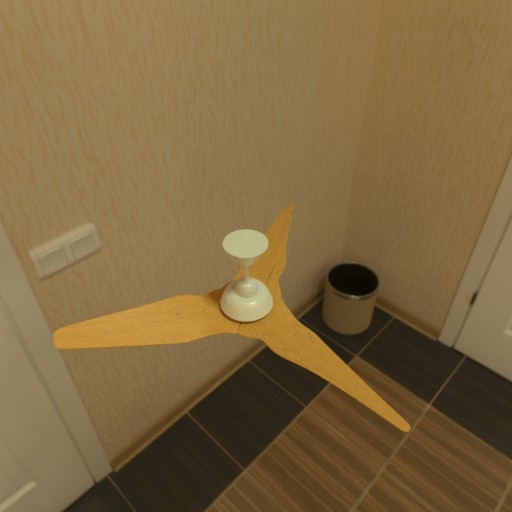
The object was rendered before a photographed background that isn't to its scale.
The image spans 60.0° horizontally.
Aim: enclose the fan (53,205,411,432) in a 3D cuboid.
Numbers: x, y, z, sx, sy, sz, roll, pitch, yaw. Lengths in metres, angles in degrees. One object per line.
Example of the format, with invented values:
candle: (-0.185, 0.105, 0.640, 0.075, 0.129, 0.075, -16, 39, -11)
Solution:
fan: (0.000, 0.000, 1.623, 1.142, 0.355, 1.010, 10, 41, 11)
